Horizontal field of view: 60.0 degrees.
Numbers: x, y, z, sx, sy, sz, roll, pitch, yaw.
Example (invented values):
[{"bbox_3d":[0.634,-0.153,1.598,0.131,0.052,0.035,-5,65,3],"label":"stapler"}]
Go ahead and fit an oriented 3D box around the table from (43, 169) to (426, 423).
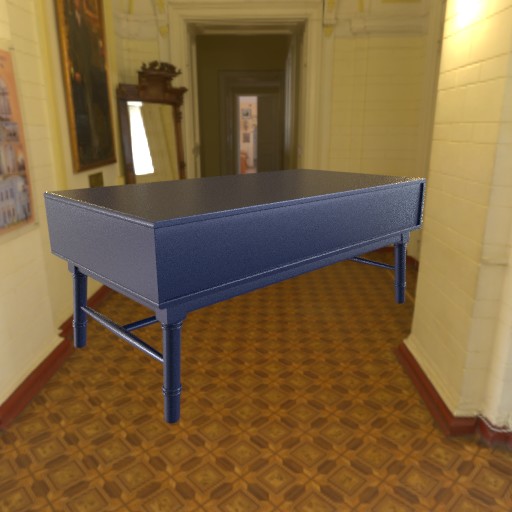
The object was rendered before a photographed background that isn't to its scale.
[{"bbox_3d":[0.000,0.000,1.417,1.067,0.457,0.572,-15,22,-42],"label":"table"}]
